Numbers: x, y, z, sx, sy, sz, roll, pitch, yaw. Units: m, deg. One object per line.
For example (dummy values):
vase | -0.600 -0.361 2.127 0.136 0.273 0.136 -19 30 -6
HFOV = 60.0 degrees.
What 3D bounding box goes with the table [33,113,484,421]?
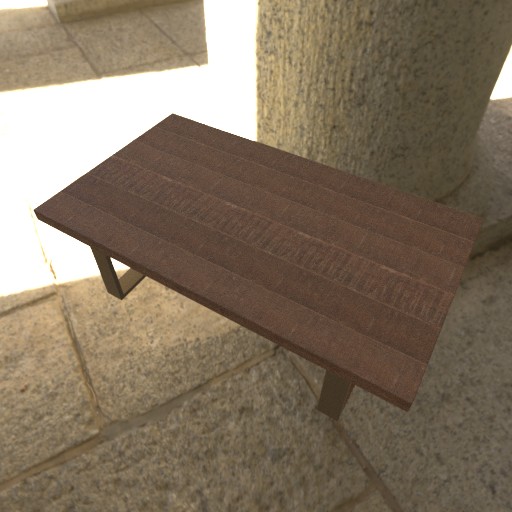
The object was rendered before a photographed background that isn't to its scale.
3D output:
table | 0.000 0.000 1.743 1.400 0.440 0.800 24 52 21
